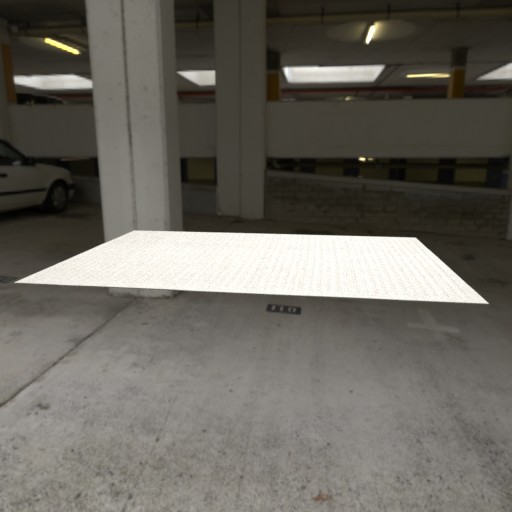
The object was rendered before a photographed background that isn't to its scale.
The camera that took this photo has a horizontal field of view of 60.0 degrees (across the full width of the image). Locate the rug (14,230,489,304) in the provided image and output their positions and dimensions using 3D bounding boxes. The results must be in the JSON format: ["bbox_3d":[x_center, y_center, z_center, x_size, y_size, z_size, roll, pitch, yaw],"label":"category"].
[{"bbox_3d":[0.000,0.000,2.844,2.289,0.006,1.523,2,14,8],"label":"rug"}]
